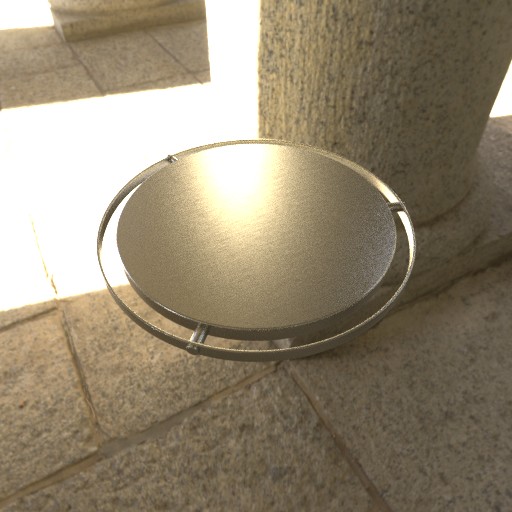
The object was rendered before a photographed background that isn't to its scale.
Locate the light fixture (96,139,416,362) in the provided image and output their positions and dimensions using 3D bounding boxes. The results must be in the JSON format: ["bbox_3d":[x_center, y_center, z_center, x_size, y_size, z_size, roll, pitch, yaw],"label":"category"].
[{"bbox_3d":[0.000,0.000,0.558,0.361,0.130,0.361,0,45,0],"label":"light fixture"}]
